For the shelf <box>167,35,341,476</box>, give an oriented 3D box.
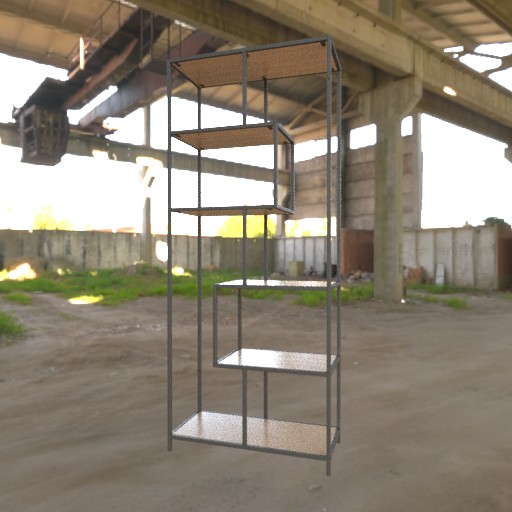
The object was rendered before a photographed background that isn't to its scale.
[{"bbox_3d":[0.000,0.000,2.141,0.770,1.850,0.350,0,1,18],"label":"shelf"}]
